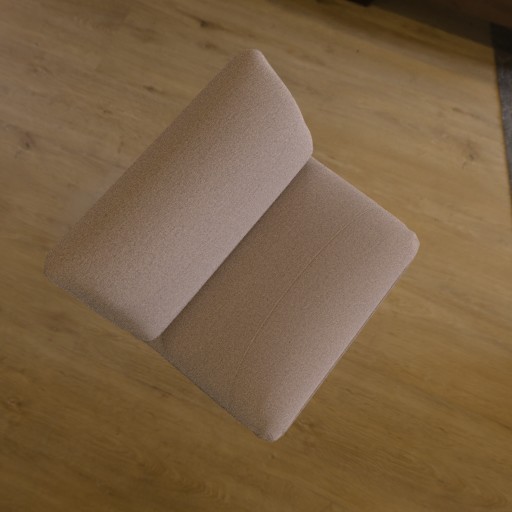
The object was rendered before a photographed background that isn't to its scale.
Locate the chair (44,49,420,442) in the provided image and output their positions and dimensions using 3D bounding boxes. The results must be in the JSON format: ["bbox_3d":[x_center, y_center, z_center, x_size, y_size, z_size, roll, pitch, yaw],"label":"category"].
[{"bbox_3d":[0.000,0.000,1.329,0.780,0.580,0.820,38,79,9],"label":"chair"}]
